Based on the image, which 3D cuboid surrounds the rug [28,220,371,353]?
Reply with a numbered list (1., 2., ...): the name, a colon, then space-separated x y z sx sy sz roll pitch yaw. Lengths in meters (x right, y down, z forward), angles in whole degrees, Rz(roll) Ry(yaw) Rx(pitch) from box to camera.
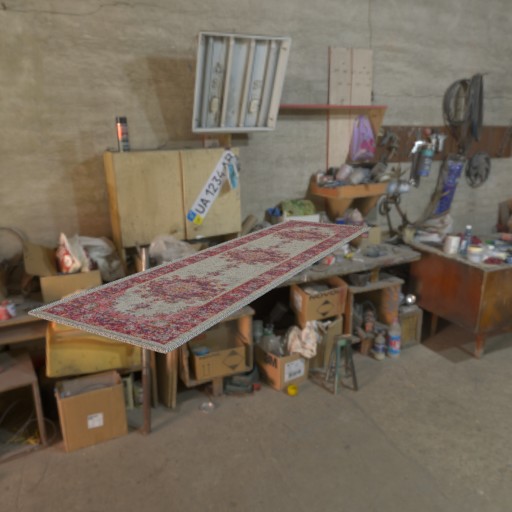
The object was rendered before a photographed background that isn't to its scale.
1. rug: 0.000 0.000 2.451 0.666 0.011 2.294 8 16 28
